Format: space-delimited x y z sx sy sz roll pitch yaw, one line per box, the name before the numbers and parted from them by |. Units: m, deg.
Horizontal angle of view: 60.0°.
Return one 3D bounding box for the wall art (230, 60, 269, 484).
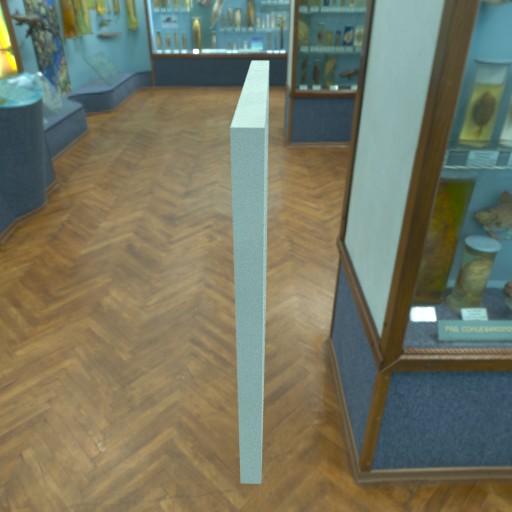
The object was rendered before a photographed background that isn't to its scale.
wall art | 0.000 0.000 0.822 0.037 0.606 0.508 1 31 2
